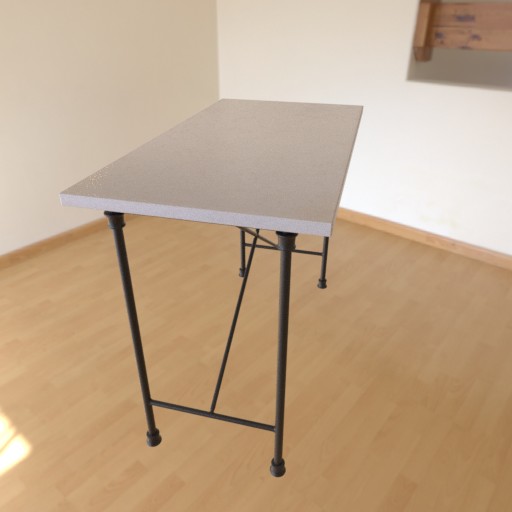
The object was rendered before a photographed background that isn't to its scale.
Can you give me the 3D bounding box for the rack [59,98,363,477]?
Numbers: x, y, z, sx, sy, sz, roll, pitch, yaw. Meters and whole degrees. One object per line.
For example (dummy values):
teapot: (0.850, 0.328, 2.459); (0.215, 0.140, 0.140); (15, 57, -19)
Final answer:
rack: (0.000, 0.000, 1.633); (0.613, 0.880, 1.159); (7, 31, 13)
